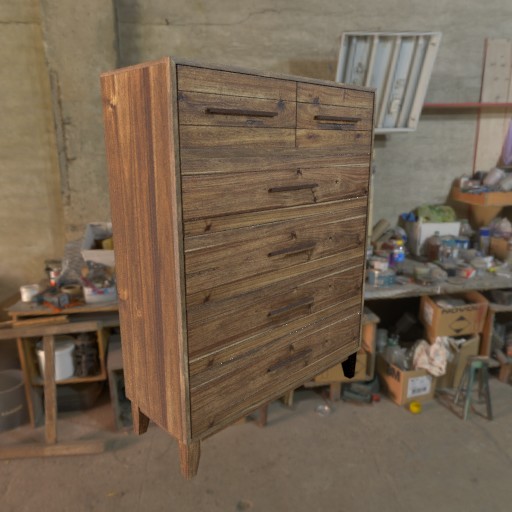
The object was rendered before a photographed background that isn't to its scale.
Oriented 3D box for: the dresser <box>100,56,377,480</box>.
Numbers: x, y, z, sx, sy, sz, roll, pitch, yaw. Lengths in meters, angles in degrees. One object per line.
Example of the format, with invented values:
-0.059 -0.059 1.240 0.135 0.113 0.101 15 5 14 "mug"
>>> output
0.000 0.000 1.887 1.062 1.393 0.442 -13 19 -42 "dresser"
